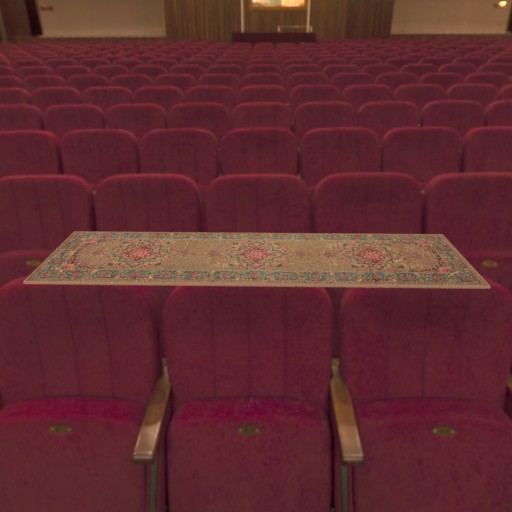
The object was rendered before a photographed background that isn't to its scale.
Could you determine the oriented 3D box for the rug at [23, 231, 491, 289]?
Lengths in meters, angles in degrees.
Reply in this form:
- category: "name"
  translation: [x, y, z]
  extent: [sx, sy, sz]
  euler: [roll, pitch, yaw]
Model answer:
- category: "rug"
  translation: [0.000, 0.000, 2.463]
  extent: [2.297, 0.019, 0.659]
  euler: [0, 26, 1]
